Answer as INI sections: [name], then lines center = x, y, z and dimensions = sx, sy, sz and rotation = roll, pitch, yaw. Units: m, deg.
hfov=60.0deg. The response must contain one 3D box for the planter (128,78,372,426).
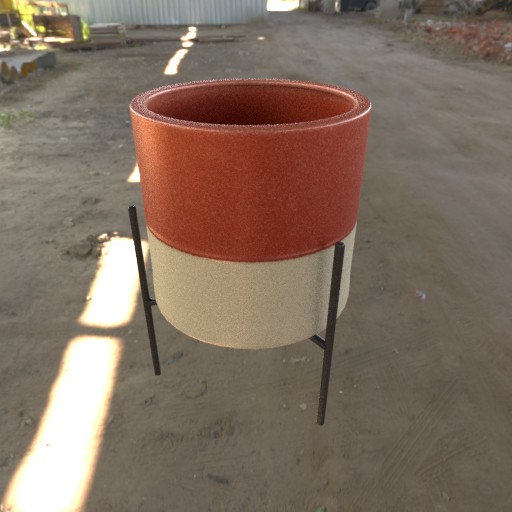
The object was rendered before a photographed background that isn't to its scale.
[planter]
center = 0.000, 0.000, 0.520
dimensions = 0.235, 0.354, 0.251
rotation = -22, 37, -32
